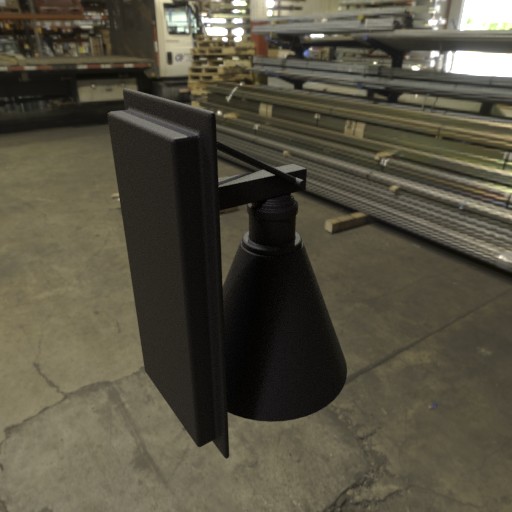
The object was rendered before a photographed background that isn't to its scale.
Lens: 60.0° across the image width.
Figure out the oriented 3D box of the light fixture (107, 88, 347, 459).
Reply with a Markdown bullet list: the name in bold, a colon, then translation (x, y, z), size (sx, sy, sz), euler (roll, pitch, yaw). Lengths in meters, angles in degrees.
- **light fixture**: translation (0.000, 0.000, 0.423), size (0.207, 0.298, 0.170), euler (-18, 32, -31)
